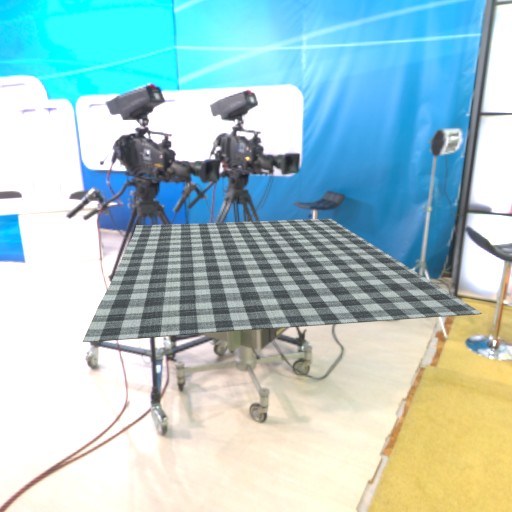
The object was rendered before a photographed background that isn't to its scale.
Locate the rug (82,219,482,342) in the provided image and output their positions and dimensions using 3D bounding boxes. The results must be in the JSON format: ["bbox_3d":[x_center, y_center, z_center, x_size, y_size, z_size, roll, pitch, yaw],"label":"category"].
[{"bbox_3d":[0.000,0.000,4.067,2.432,0.013,3.021,-3,17,-9],"label":"rug"}]
